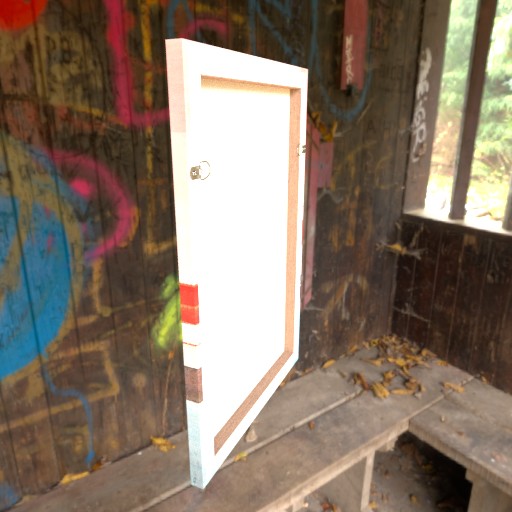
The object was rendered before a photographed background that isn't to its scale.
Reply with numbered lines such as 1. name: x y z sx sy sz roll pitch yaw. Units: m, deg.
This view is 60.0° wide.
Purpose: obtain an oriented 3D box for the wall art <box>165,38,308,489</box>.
1. wall art: 0.000 0.000 1.117 0.038 0.914 0.610 8 20 24
